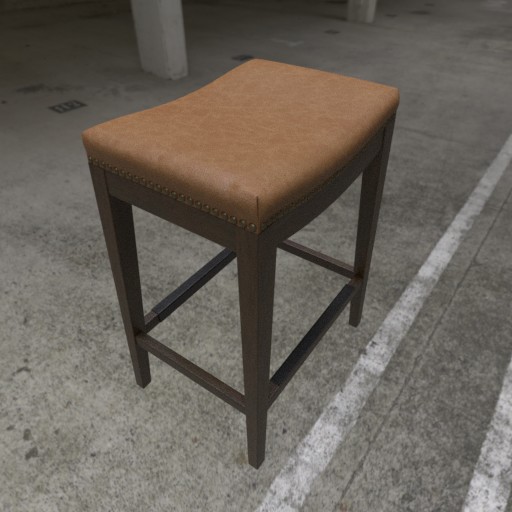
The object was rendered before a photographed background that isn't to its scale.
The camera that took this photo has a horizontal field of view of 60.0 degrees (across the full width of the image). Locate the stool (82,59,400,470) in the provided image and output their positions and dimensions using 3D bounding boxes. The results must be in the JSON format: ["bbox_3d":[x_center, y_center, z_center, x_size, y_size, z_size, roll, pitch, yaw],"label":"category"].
[{"bbox_3d":[0.000,0.000,0.951,0.361,0.660,0.500,24,46,26],"label":"stool"}]
